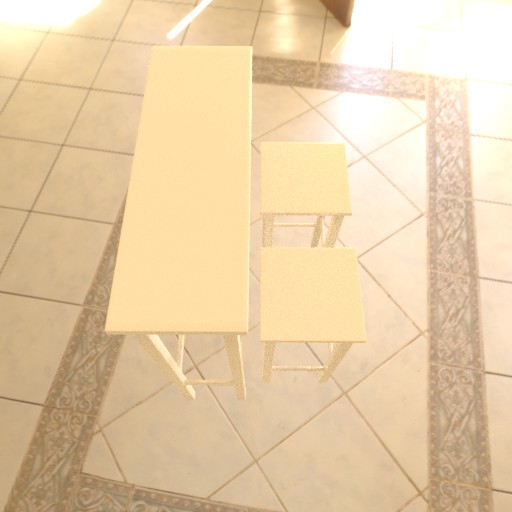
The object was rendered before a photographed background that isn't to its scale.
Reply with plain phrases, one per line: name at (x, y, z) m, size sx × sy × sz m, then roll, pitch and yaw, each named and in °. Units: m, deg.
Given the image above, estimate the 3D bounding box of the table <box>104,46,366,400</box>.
table at (0.000, 0.000, 1.637) m, size 0.650 × 1.065 × 0.915 m, roll 0°, pitch 63°, yaw 0°
